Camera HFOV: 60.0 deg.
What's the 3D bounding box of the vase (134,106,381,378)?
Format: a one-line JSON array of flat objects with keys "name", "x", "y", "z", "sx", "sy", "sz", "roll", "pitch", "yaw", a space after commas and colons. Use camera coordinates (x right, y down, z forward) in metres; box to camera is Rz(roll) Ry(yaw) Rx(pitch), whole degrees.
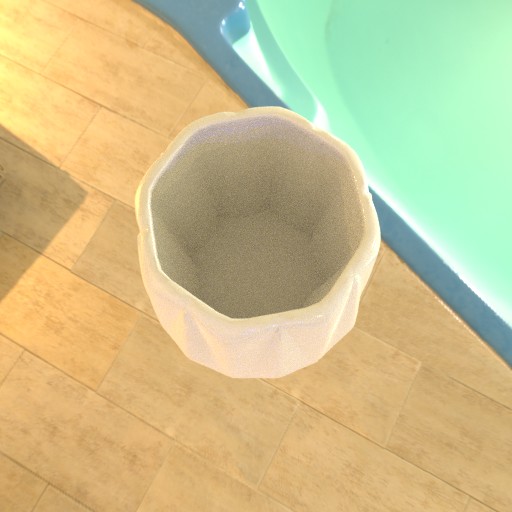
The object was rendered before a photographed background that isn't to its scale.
[{"name": "vase", "x": 0.000, "y": 0.000, "z": 0.260, "sx": 0.141, "sy": 0.152, "sz": 0.141, "roll": 0, "pitch": 75, "yaw": 0}]
